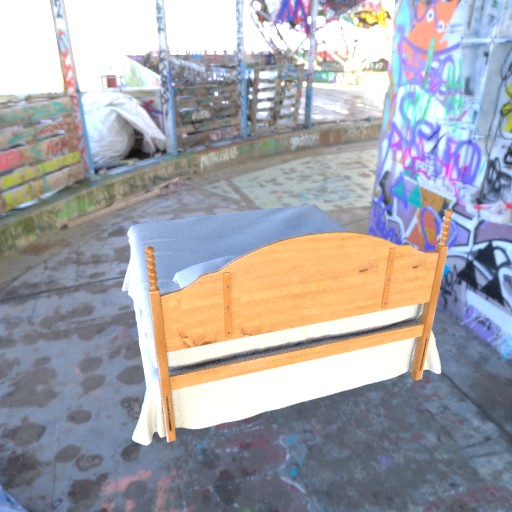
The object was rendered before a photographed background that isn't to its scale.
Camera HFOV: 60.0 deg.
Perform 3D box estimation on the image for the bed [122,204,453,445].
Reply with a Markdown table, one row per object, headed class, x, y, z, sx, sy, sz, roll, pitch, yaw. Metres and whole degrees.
| class | x | y | z | sx | sy | sz | roll | pitch | yaw |
| --- | --- | --- | --- | --- | --- | --- | --- | --- | --- |
| bed | 0.000 | 0.000 | 3.742 | 2.322 | 1.355 | 2.219 | -8 | 27 | -16 |
